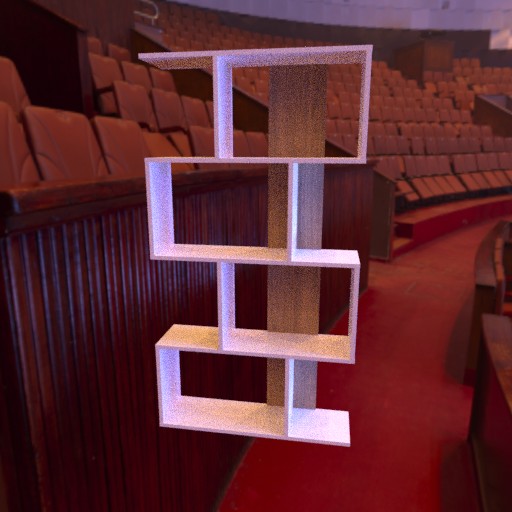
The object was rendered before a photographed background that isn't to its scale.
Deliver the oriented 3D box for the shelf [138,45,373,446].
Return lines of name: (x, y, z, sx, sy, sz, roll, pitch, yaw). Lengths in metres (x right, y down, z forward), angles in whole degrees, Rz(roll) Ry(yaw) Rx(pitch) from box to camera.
shelf: (0.000, 0.000, 1.972, 0.890, 1.650, 0.250, 2, 14, 9)
